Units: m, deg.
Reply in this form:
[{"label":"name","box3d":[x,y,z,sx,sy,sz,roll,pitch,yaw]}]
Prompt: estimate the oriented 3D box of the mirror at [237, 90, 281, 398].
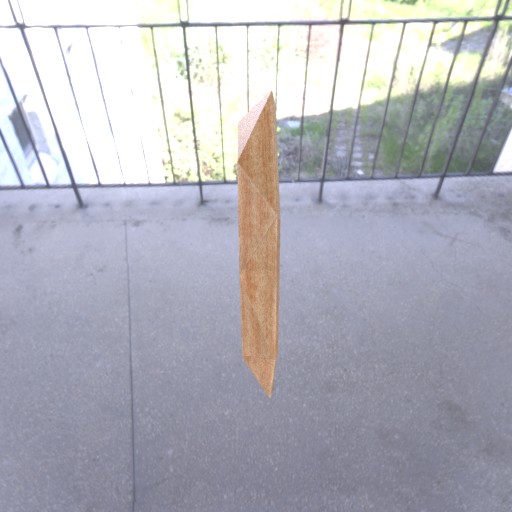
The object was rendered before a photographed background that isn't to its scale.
[{"label":"mirror","box3d":[0.000,0.000,1.032,0.070,0.774,0.577,-1,41,-1]}]
